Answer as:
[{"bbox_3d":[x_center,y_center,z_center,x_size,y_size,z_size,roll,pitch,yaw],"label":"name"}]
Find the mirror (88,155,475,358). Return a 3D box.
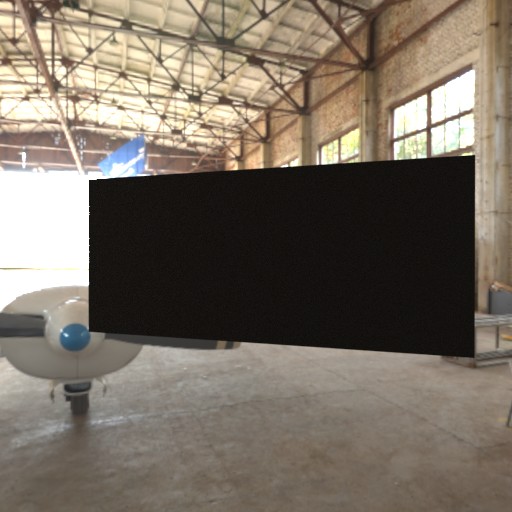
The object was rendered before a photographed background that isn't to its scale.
[{"bbox_3d":[0.000,0.000,1.777,1.584,0.692,0.047,0,0,18],"label":"mirror"}]
